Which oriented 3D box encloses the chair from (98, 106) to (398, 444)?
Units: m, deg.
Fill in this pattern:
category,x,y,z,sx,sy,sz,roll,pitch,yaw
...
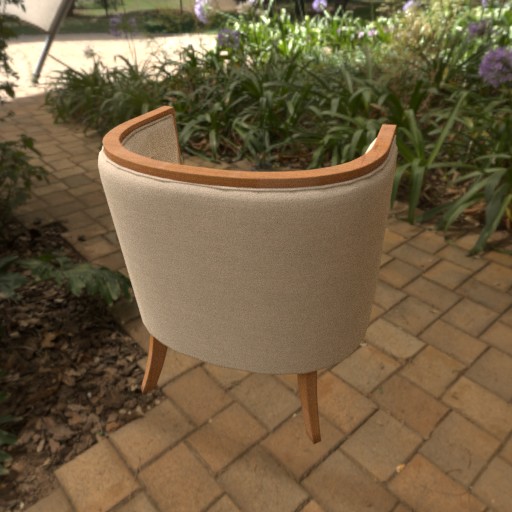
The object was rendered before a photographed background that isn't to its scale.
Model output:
category,x,y,z,sx,sy,sz,roll,pitch,yaw
chair,0.000,0.000,1.334,0.711,0.775,0.757,10,32,17
